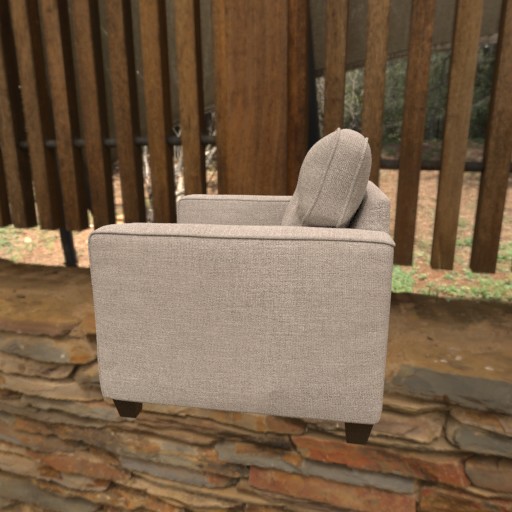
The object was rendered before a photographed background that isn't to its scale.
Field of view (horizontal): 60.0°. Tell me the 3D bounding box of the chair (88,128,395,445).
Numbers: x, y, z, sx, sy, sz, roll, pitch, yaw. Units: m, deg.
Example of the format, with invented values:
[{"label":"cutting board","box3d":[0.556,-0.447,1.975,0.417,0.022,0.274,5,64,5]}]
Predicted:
[{"label":"chair","box3d":[0.000,0.000,1.781,0.939,0.965,1.015,2,14,9]}]
